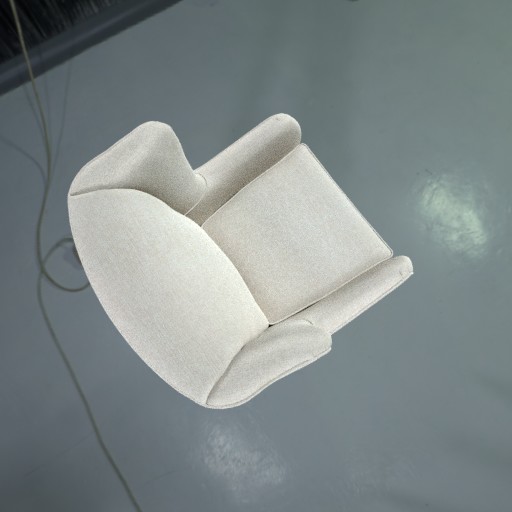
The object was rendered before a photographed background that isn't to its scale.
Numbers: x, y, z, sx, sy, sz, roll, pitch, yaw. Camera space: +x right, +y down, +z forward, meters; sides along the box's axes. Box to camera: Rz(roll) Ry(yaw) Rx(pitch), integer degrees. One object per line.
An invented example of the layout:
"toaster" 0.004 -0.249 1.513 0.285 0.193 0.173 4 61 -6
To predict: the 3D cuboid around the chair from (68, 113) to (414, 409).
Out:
"chair" 0.000 0.000 1.710 0.966 1.040 0.838 -35 78 -8
